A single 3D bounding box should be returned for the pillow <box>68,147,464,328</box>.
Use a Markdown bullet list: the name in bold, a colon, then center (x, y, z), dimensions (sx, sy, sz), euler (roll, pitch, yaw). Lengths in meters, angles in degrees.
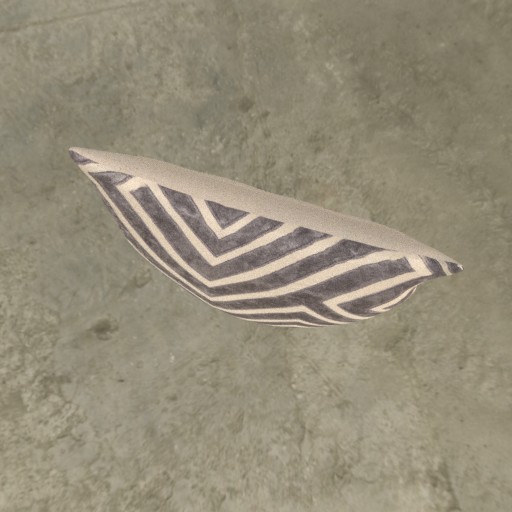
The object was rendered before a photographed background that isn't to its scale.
- **pillow**: center (0.000, 0.000, 0.664), dimensions (0.440, 0.441, 0.182), euler (17, 77, 4)
